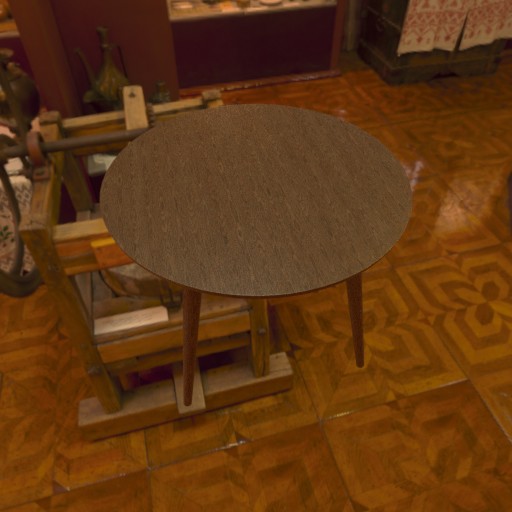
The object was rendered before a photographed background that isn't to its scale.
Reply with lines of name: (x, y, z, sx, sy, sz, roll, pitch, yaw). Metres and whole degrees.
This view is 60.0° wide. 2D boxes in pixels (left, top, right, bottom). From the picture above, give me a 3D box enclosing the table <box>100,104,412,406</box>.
table: (0.000, 0.000, 1.817, 1.053, 0.786, 1.053, 0, 46, 0)
